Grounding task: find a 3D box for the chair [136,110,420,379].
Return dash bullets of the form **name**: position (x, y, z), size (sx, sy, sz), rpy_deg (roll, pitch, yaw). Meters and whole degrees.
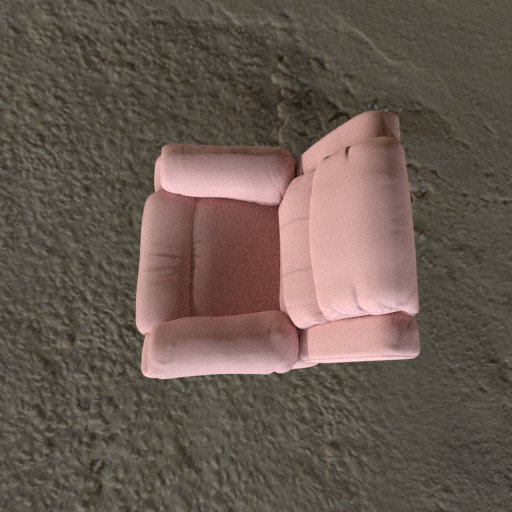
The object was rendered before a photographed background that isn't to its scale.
- **chair**: position (0.000, 0.000, 1.268), size (0.709, 0.702, 0.680), rpy_deg (0, 75, 0)
